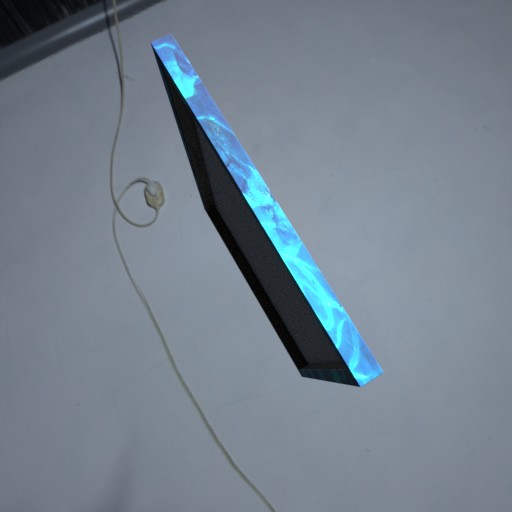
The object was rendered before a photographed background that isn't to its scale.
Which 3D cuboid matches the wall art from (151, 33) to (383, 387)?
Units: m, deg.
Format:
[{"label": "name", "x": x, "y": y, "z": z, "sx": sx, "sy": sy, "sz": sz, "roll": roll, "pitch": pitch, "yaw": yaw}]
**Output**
[{"label": "wall art", "x": 0.000, "y": 0.000, "z": 1.013, "sx": 0.038, "sy": 0.760, "sz": 0.609, "roll": -29, "pitch": 78, "yaw": -7}]
